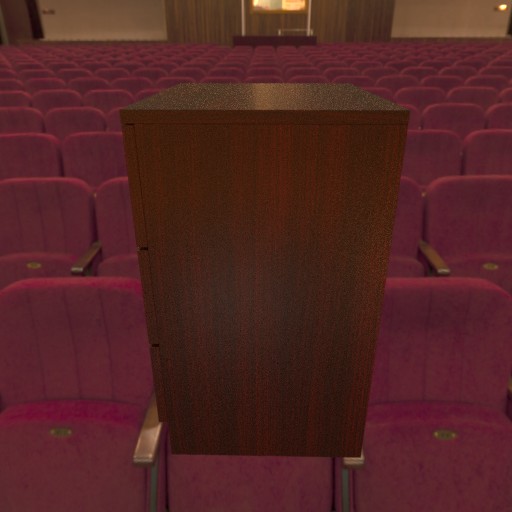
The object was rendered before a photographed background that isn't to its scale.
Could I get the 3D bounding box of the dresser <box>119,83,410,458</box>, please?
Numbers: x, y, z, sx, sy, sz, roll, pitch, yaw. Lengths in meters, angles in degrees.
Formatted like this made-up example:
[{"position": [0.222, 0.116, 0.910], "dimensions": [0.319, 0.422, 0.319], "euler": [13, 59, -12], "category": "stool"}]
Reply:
[{"position": [0.000, 0.000, 0.809], "dimensions": [0.360, 0.560, 0.400], "euler": [1, 25, 1], "category": "dresser"}]
